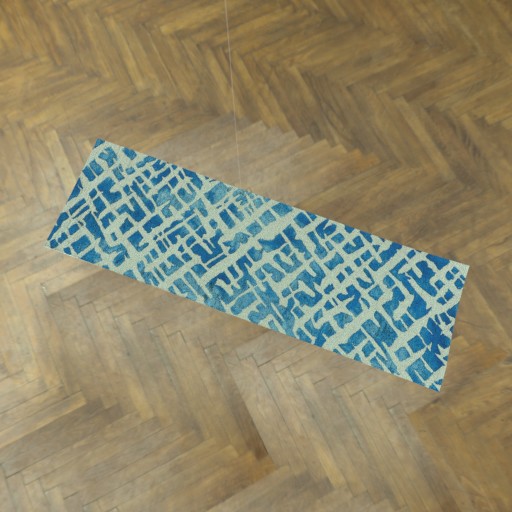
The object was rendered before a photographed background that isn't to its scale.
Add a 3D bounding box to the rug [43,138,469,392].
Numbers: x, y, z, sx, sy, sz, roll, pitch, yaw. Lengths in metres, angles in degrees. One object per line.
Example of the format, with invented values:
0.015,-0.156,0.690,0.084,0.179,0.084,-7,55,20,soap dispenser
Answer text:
0.000,0.000,2.653,2.446,0.011,0.768,20,76,5,rug
